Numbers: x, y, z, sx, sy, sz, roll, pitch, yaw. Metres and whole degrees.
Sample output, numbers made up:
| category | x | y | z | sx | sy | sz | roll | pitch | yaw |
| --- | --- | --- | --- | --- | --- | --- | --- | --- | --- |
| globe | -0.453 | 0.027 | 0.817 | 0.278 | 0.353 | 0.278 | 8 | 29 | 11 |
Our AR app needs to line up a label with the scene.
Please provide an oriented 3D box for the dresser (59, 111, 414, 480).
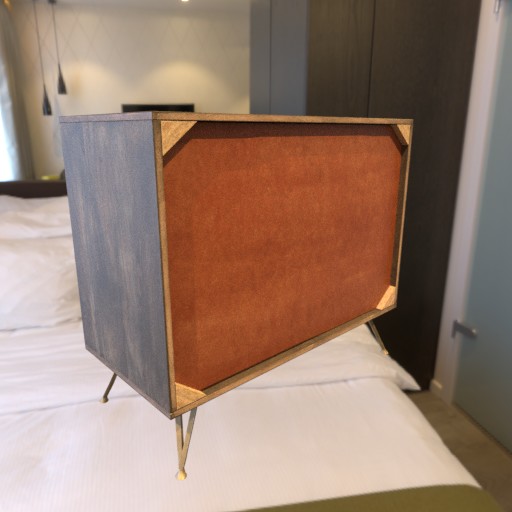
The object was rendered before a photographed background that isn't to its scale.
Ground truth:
| category | x | y | z | sx | sy | sz | roll | pitch | yaw |
| --- | --- | --- | --- | --- | --- | --- | --- | --- | --- |
| dresser | 0.000 | 0.000 | 1.349 | 0.923 | 0.801 | 0.453 | -14 | 21 | -41 |
